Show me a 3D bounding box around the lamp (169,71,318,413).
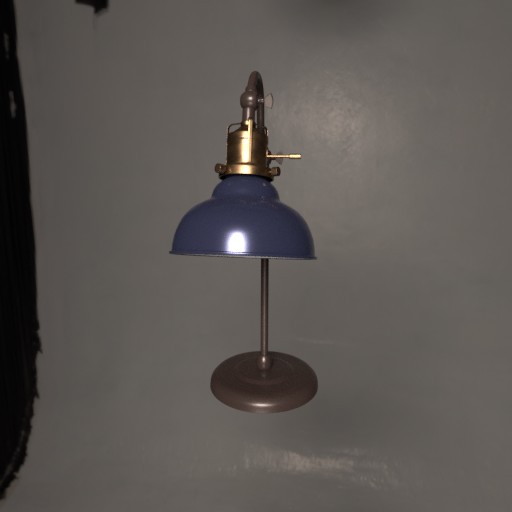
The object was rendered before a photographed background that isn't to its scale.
[{"bbox_3d":[0.000,0.000,0.651,0.192,0.508,0.374,2,13,9],"label":"lamp"}]
